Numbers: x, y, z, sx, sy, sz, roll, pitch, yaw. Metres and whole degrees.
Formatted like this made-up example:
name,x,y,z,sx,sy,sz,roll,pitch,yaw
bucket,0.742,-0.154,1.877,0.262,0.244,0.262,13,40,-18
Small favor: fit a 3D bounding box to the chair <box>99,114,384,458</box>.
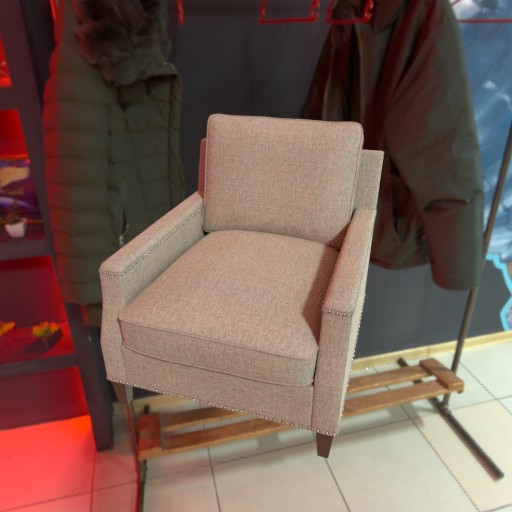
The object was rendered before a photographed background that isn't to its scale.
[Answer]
name,x,y,z,sx,sy,sz,roll,pitch,yaw
chair,0.000,0.000,1.755,0.853,0.943,1.014,8,28,16
